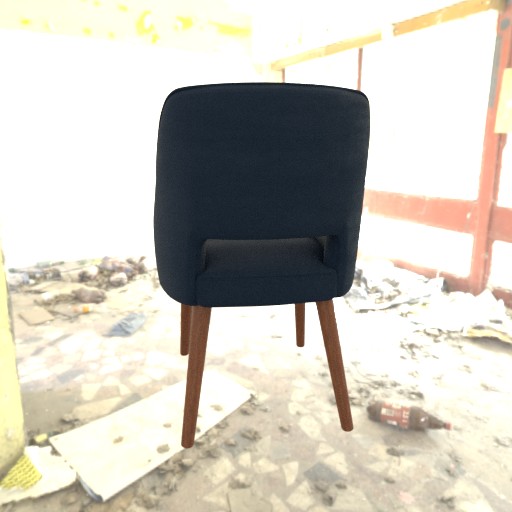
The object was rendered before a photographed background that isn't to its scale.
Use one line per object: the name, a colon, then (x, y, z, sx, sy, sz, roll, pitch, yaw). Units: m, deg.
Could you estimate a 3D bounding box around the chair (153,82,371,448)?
chair: (0.000, 0.000, 1.241, 0.559, 0.844, 0.591, -2, 14, -9)
